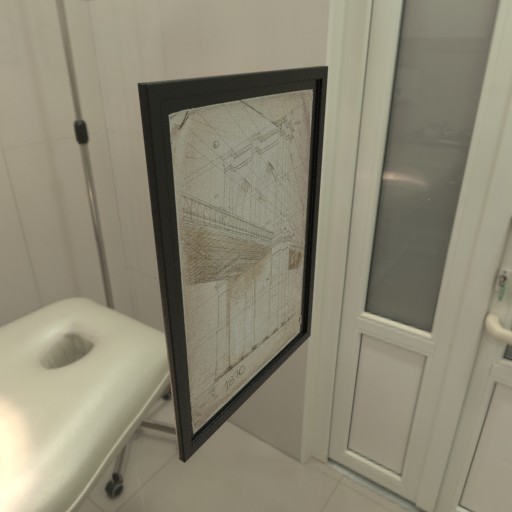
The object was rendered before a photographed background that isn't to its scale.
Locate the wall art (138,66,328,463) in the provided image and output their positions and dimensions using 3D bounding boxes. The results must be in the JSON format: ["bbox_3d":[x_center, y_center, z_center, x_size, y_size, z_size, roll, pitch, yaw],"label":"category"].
[{"bbox_3d":[0.000,0.000,0.857,0.016,0.657,0.480,17,31,31],"label":"wall art"}]
